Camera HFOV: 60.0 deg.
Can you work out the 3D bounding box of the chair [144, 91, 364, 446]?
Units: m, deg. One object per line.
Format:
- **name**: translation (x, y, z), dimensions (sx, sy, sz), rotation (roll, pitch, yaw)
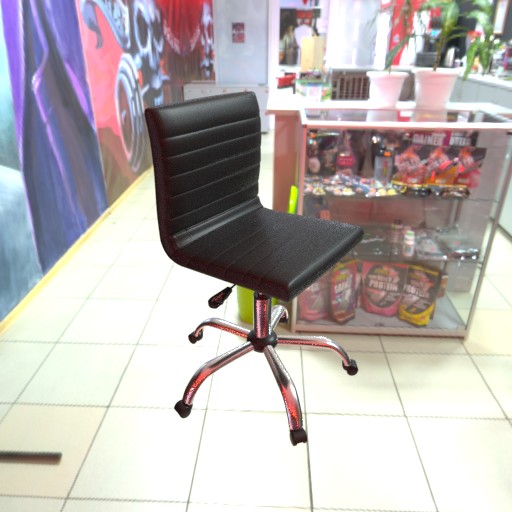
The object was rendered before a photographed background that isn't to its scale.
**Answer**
- **chair**: translation (0.000, 0.000, 1.177), dimensions (0.530, 0.780, 0.556), rotation (18, 32, 31)
